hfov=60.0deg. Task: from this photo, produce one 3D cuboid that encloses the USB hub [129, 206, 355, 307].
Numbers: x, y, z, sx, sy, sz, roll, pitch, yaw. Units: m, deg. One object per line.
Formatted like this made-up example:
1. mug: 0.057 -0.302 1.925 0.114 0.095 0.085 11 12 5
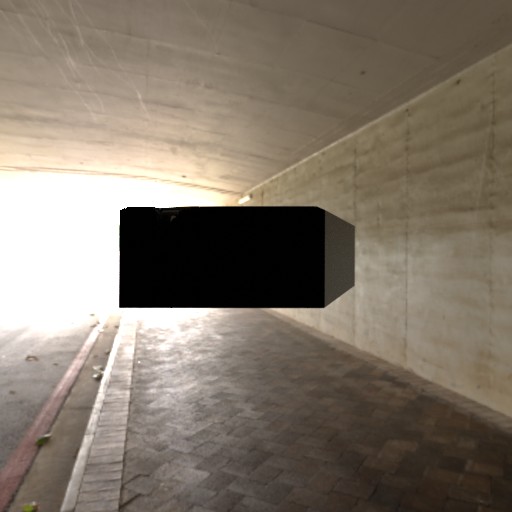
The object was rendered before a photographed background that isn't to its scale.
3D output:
1. USB hub: 0.000 0.000 0.123 0.044 0.023 0.110 0 1 18
